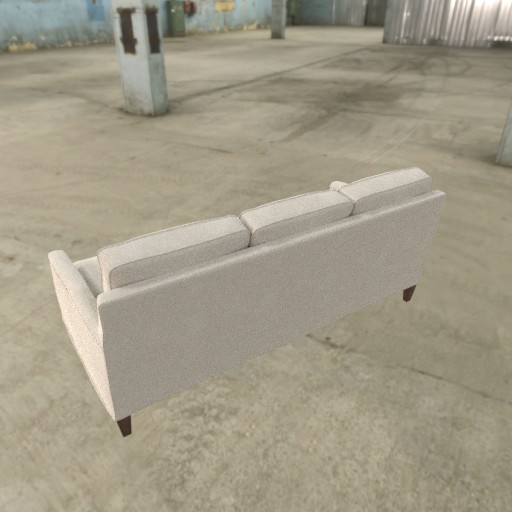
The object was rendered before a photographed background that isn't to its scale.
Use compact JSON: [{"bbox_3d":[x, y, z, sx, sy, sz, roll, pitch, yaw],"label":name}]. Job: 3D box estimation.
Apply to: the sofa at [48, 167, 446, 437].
[{"bbox_3d":[0.000,0.000,2.782,2.246,1.003,1.084,-18,34,-29],"label":"sofa"}]
